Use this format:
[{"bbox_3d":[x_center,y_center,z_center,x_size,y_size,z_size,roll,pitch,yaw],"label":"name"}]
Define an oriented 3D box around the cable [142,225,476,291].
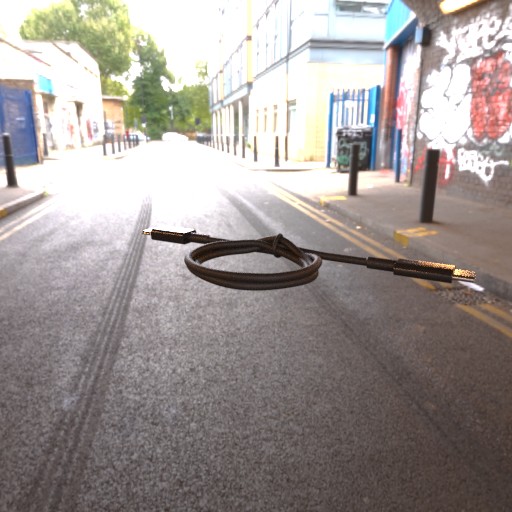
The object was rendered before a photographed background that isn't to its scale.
[{"bbox_3d":[0.000,0.000,0.218,0.192,0.014,0.070,9,18,28],"label":"cable"}]
